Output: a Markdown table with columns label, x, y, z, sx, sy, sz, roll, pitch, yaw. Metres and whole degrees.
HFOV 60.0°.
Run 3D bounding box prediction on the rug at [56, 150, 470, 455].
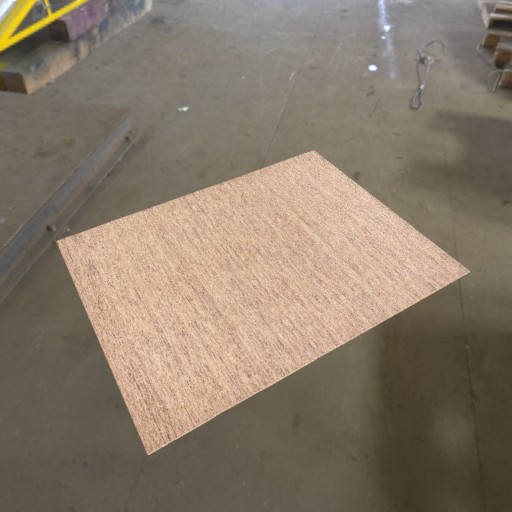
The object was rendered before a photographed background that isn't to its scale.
| label | x | y | z | sx | sy | sz | roll | pitch | yaw |
| --- | --- | --- | --- | --- | --- | --- | --- | --- | --- |
| rug | 0.000 | 0.000 | 4.295 | 3.205 | 0.013 | 2.448 | -24 | 50 | -21 |
